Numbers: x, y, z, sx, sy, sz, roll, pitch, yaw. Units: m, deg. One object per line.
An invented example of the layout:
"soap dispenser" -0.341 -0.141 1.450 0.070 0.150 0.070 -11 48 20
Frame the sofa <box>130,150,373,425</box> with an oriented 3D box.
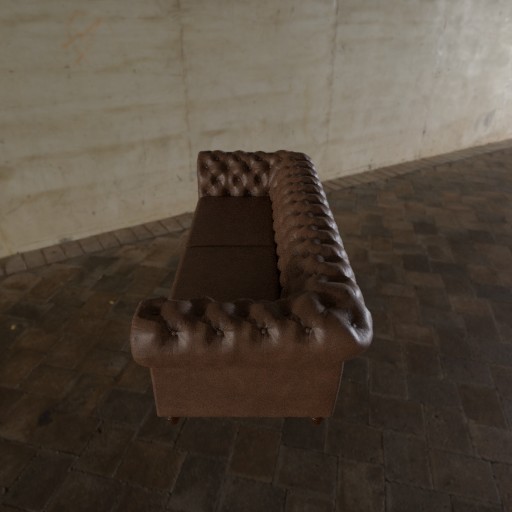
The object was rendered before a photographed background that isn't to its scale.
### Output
"sofa" 0.000 0.000 2.803 0.944 0.783 2.385 0 29 0
